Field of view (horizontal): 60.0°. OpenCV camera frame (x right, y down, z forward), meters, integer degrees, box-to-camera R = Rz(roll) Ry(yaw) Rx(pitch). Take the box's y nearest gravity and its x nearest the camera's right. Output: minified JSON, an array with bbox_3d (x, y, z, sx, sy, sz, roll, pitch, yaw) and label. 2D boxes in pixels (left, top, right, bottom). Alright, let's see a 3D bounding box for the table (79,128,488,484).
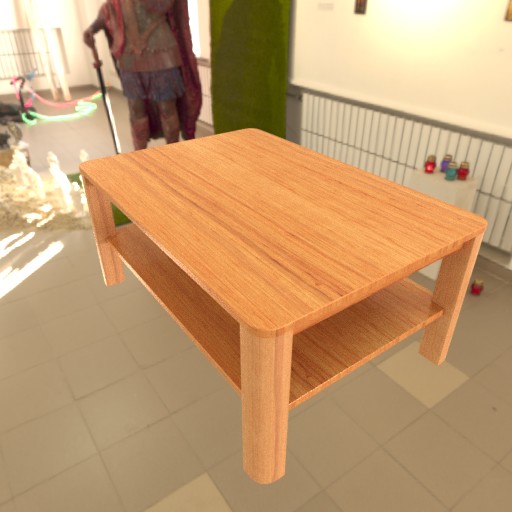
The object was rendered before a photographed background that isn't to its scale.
[{"bbox_3d":[0.000,0.000,1.352,0.696,0.445,0.997,-21,37,-30],"label":"table"}]
